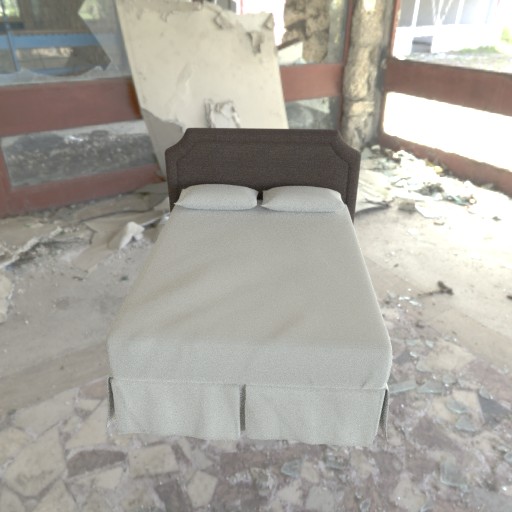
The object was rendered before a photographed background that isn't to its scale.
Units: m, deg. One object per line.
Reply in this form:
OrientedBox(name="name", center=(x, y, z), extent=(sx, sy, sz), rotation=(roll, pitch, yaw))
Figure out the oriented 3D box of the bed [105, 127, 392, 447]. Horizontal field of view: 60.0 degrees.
OrientedBox(name="bed", center=(0.000, 0.000, 3.133), extent=(1.693, 1.290, 2.116), rotation=(1, 30, 3))
